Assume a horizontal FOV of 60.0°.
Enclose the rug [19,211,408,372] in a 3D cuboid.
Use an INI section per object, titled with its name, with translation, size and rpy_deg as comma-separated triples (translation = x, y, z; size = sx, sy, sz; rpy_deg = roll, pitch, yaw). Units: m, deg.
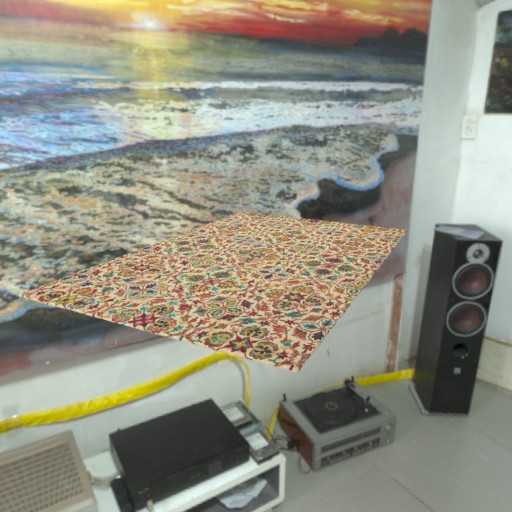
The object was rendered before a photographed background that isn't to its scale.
[rug]
translation = 0.000, 0.000, 2.313
size = 1.226, 0.013, 1.838
rpy_deg = 9, 20, 26
